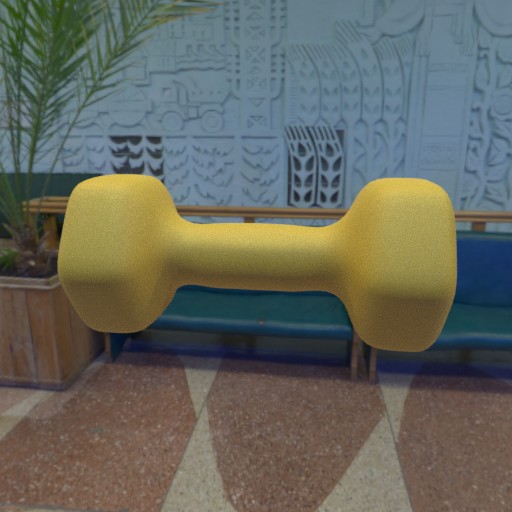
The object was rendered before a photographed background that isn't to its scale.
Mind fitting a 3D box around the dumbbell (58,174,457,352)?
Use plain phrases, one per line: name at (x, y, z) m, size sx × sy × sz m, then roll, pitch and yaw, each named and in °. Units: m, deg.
dumbbell at (0.000, 0.000, 0.234) m, size 0.190 × 0.082 × 0.090 m, roll 2°, pitch 16°, yaw 8°
